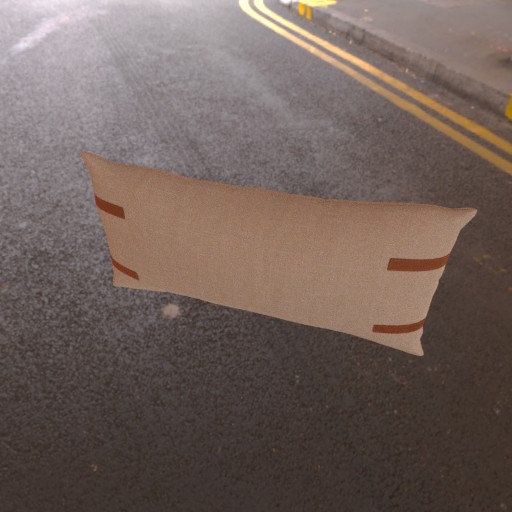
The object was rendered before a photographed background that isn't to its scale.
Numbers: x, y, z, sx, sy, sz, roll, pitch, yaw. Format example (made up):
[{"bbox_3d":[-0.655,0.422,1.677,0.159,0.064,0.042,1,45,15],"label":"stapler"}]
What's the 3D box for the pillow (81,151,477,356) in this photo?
[{"bbox_3d":[0.000,0.000,0.745,0.612,0.308,0.148,11,42,13],"label":"pillow"}]
